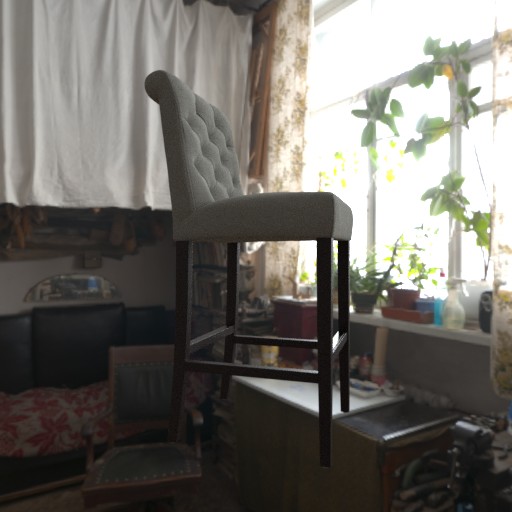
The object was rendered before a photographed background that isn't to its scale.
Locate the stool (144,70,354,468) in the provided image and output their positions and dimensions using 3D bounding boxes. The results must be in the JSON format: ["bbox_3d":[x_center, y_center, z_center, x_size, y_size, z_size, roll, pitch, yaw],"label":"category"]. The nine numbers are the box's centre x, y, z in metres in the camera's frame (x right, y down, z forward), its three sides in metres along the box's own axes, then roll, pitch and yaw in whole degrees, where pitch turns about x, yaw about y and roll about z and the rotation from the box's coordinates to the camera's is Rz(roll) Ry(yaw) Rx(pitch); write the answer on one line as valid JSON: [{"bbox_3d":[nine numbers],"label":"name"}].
[{"bbox_3d":[0.000,0.000,1.488,0.601,1.140,0.493,0,1,18],"label":"stool"}]
